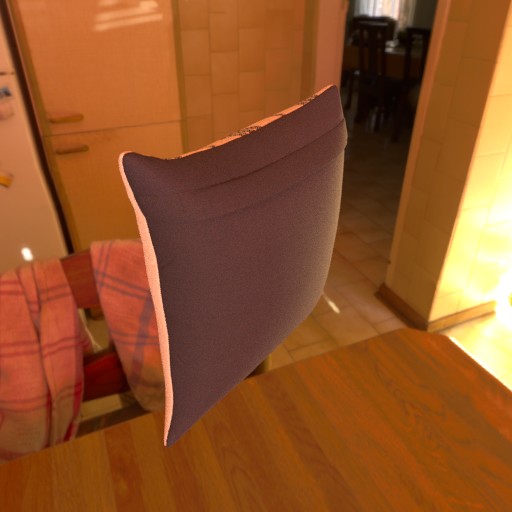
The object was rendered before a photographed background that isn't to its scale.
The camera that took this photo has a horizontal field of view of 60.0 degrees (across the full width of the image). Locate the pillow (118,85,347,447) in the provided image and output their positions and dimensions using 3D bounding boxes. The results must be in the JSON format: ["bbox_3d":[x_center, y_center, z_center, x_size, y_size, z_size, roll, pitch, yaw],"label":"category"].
[{"bbox_3d":[0.000,0.000,0.629,0.173,0.406,0.405,21,37,30],"label":"pillow"}]
